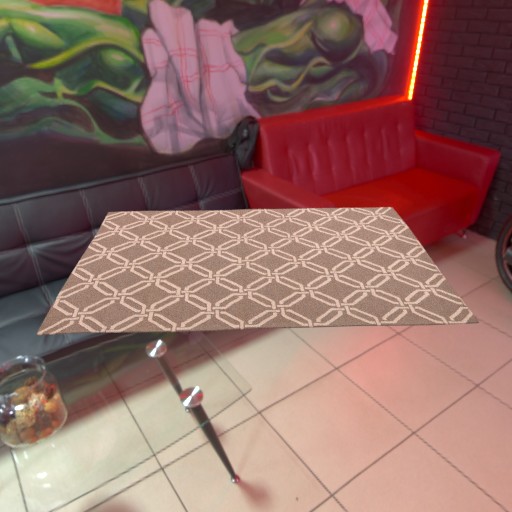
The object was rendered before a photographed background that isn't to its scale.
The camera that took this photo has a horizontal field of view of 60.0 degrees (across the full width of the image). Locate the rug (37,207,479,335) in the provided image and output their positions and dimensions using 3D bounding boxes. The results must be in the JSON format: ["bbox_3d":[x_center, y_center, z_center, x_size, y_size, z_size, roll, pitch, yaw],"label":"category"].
[{"bbox_3d":[0.000,0.000,2.219,1.748,0.010,1.142,-1,30,-2],"label":"rug"}]
